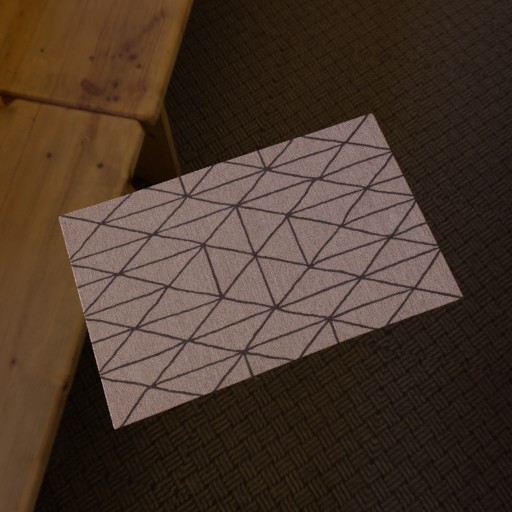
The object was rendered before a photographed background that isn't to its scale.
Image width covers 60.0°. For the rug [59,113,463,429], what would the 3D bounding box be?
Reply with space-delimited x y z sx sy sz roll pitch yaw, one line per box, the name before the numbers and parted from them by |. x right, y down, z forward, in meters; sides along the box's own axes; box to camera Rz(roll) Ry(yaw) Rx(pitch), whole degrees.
rug | 0.000 0.000 3.110 2.465 0.008 1.526 -19 76 -5
